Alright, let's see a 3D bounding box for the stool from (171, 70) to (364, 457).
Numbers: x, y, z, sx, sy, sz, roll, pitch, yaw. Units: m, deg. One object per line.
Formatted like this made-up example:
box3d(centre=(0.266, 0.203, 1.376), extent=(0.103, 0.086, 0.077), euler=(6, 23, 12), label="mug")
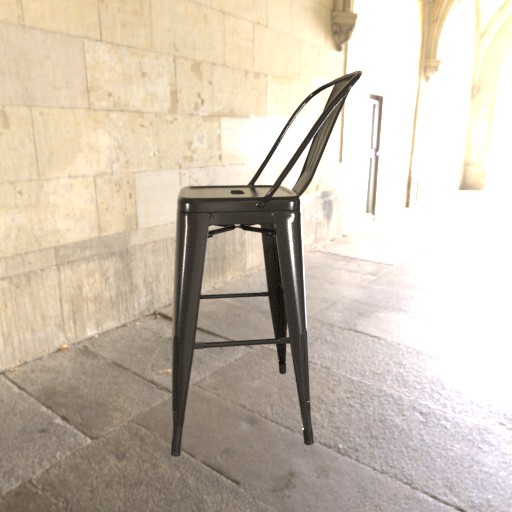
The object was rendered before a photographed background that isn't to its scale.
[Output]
box3d(centre=(0.000, 0.000, 1.321), extent=(0.528, 1.022, 0.432), euler=(-2, 15, -7), label="stool")
